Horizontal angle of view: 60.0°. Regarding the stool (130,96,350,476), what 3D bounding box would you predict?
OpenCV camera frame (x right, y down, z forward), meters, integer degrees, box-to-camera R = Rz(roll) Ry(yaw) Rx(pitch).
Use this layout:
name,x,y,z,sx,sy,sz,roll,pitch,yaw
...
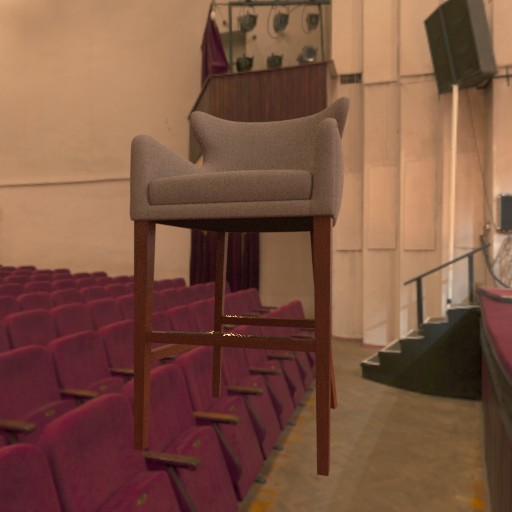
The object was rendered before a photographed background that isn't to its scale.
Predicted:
name,x,y,z,sx,sy,sz,roll,pitch,yaw
stool,0.000,0.000,1.396,0.575,1.047,0.575,0,0,16
